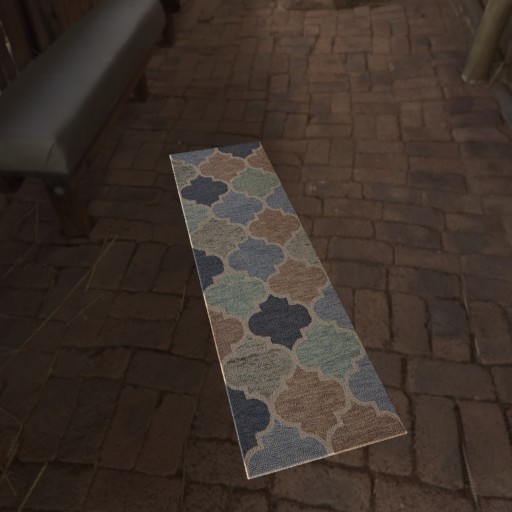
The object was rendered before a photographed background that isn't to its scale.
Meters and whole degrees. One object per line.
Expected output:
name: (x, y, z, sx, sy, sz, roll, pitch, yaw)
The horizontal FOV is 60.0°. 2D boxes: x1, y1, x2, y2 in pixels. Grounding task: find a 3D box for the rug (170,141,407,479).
rug: (0.000, 0.000, 2.541, 0.687, 0.011, 2.287, -11, 48, -10)
